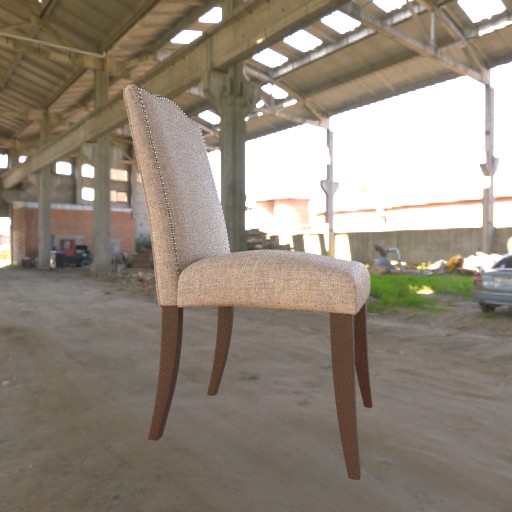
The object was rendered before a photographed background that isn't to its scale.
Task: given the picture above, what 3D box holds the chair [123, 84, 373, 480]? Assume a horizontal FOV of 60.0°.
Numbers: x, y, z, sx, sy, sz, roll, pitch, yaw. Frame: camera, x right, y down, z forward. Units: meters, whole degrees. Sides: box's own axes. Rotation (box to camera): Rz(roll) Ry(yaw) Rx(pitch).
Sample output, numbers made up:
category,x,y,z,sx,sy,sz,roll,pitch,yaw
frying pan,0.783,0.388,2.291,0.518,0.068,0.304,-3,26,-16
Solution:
category,x,y,z,sx,sy,sz,roll,pitch,yaw
chair,0.000,0.000,1.344,0.660,1.016,0.513,0,1,18
